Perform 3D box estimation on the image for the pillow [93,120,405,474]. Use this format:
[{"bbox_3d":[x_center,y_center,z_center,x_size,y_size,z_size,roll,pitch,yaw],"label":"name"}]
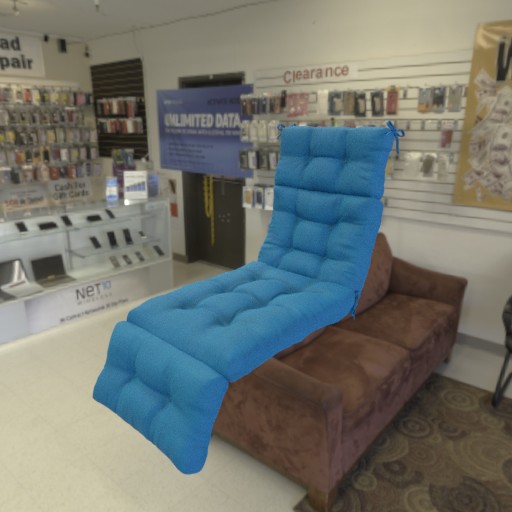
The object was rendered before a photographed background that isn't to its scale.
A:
[{"bbox_3d":[0.000,0.000,1.474,0.526,0.863,1.016,15,23,41],"label":"pillow"}]
